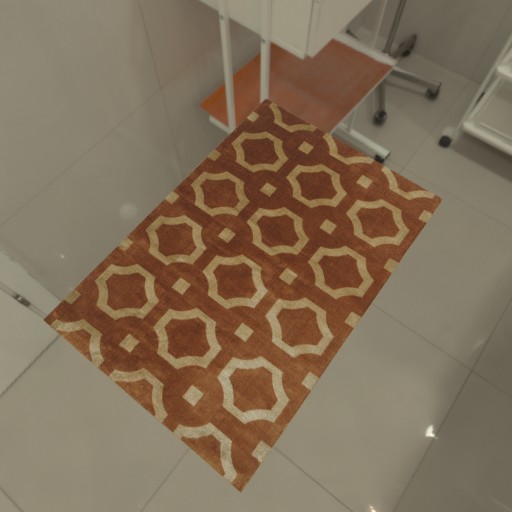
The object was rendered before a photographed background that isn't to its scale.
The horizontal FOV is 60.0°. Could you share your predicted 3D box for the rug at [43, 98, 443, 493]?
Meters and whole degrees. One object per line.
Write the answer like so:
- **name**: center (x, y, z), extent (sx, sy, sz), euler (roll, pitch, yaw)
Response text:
- **rug**: center (0.000, 0.000, 2.911), extent (1.555, 0.016, 2.286), euler (35, 69, 15)
